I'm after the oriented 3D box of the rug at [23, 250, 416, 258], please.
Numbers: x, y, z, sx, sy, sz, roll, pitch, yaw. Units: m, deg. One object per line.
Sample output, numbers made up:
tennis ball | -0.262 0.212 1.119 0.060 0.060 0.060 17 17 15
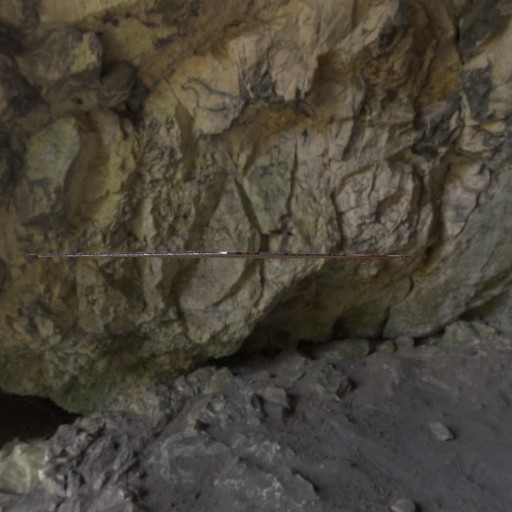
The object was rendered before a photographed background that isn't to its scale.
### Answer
rug | 0.000 0.000 2.263 1.084 0.013 1.849 -1 -1 37
